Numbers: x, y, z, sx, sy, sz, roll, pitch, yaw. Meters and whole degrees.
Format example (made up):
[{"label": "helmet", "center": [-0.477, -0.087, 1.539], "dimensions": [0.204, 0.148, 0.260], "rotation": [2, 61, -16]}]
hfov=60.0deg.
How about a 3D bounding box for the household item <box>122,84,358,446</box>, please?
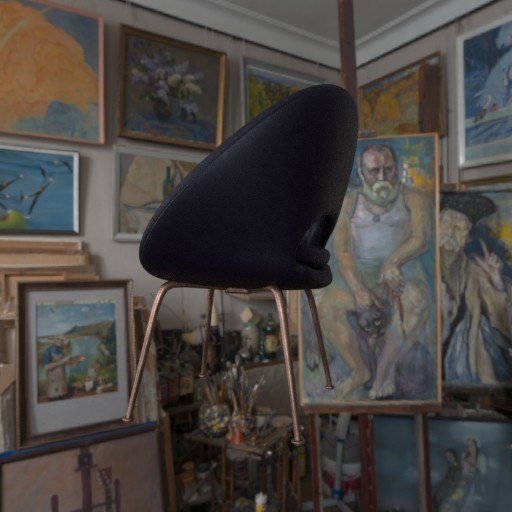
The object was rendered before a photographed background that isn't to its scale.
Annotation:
[{"label": "household item", "center": [0.000, 0.000, 1.275], "dimensions": [0.573, 0.852, 0.623], "rotation": [0, 0, 19]}]
